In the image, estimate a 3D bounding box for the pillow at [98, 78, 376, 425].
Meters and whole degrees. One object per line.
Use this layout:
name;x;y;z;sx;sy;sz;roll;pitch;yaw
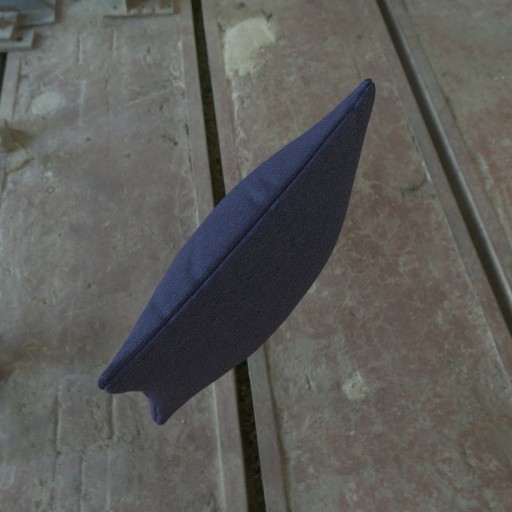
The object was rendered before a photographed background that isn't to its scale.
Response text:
pillow;0.000;0.000;0.777;0.210;0.338;0.633;34;68;15
